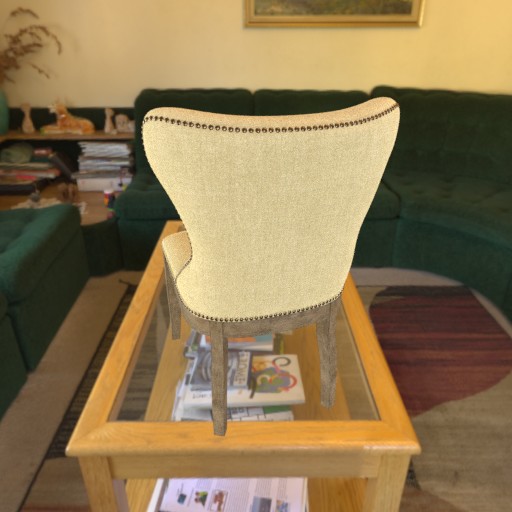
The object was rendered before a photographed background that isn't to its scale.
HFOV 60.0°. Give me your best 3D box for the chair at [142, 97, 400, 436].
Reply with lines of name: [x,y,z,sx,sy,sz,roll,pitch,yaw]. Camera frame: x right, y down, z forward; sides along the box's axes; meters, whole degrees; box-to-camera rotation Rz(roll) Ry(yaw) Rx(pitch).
chair: [0.000,0.000,1.435,0.654,1.002,0.681,-8,28,-16]
